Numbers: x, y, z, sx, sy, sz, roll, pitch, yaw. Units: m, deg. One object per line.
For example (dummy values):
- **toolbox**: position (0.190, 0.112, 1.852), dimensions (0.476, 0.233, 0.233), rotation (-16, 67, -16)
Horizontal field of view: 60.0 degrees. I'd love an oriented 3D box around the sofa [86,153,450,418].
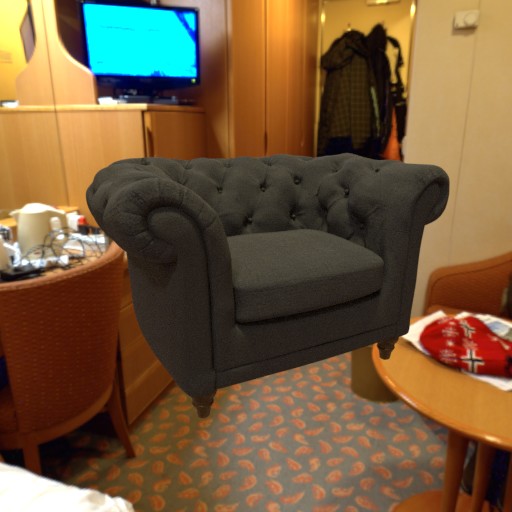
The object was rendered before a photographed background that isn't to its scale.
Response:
- **sofa**: position (0.000, 0.000, 2.031), dimensions (1.405, 0.878, 1.032), rotation (-9, 19, -27)
